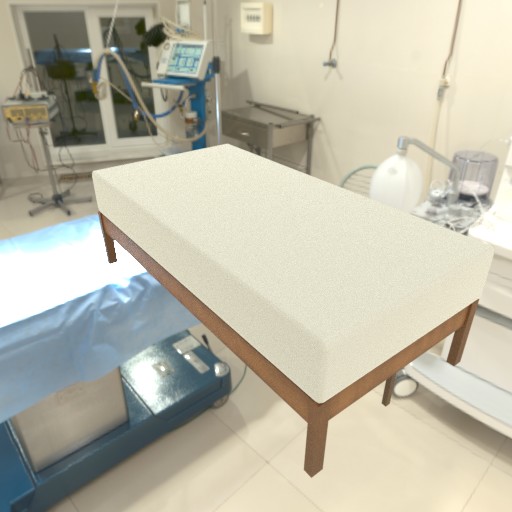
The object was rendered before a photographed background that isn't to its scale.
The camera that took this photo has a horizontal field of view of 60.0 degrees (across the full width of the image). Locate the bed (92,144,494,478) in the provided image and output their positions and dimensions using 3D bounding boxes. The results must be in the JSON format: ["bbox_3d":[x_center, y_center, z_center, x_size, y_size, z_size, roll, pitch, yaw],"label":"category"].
[{"bbox_3d":[0.000,0.000,2.312,0.961,0.616,1.902,-21,36,-32],"label":"bed"}]
